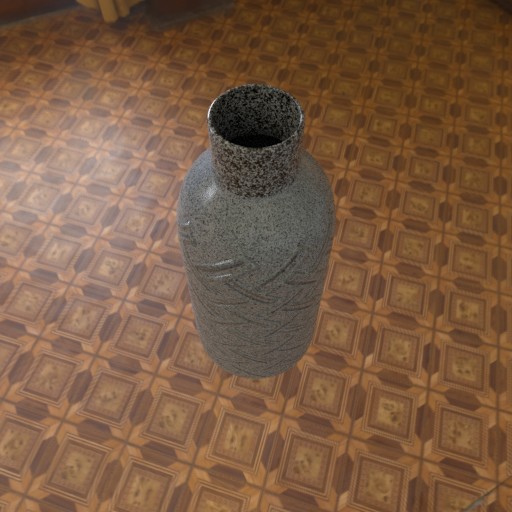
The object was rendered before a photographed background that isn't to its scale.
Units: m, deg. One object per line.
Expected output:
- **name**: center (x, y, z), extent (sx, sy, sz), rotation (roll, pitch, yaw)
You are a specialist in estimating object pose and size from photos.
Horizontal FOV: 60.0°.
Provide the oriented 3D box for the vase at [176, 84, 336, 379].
- **vase**: center (0.000, 0.000, 0.350), extent (0.122, 0.282, 0.122), rotation (0, 59, 0)
